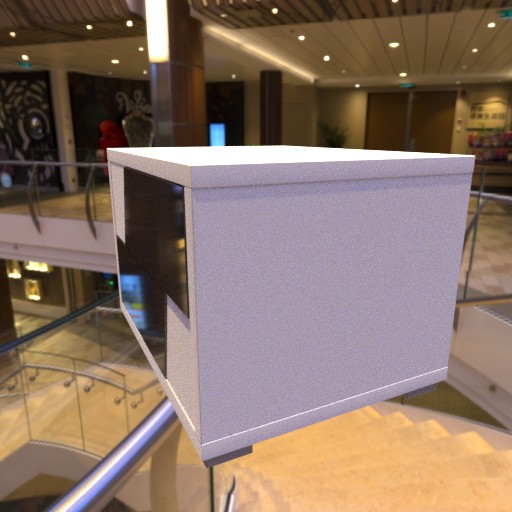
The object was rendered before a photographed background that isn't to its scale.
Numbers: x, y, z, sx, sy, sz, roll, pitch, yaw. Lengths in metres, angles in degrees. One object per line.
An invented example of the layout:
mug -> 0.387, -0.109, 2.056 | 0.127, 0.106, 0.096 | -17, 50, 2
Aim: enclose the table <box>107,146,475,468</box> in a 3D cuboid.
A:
table -> 0.000, 0.000, 0.777 | 0.399, 0.357, 0.517 | -8, 17, -25
